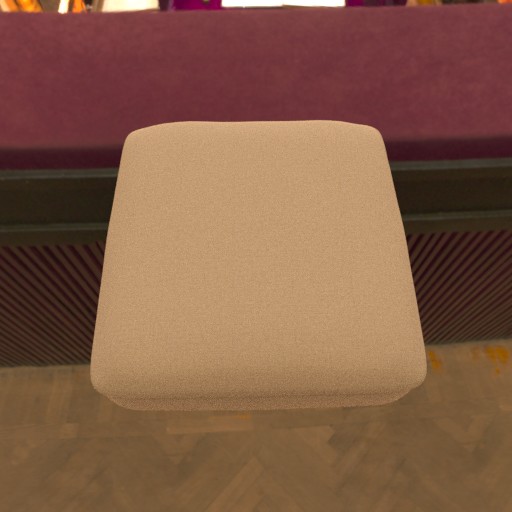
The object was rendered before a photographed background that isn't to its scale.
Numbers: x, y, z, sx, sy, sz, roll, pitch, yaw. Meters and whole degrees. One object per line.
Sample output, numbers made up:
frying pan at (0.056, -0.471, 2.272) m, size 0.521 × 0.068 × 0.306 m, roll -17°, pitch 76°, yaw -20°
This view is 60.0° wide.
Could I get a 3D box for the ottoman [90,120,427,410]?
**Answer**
ottoman at (0.000, 0.000, 1.561) m, size 0.977 × 0.467 × 0.996 m, roll -1°, pitch 63°, yaw -1°
